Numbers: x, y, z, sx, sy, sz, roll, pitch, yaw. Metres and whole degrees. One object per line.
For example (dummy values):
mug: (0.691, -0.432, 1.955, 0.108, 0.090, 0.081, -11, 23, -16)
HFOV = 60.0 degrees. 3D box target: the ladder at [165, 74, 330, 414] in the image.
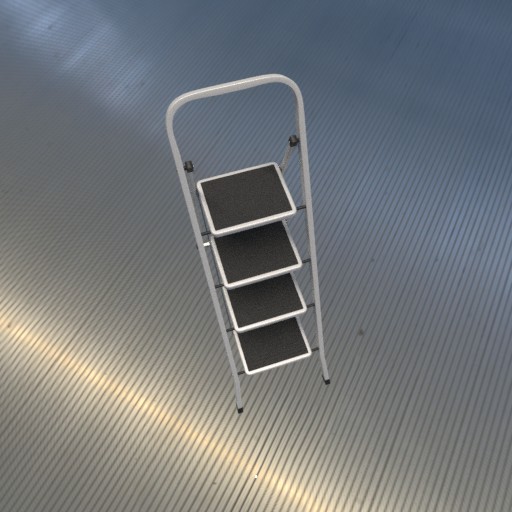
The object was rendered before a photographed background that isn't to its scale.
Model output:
ladder: (0.000, 0.000, 1.718, 0.460, 1.265, 0.914, -16, 65, -8)
